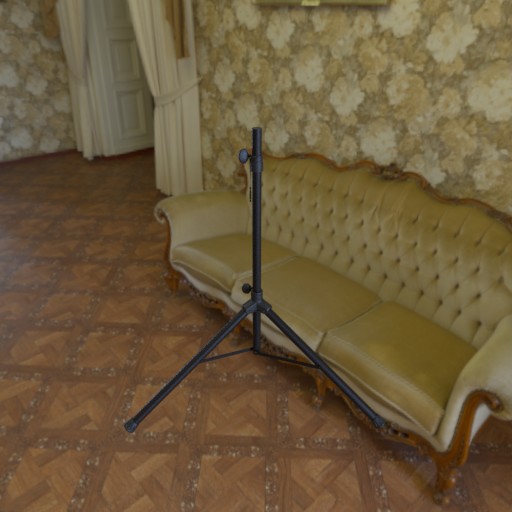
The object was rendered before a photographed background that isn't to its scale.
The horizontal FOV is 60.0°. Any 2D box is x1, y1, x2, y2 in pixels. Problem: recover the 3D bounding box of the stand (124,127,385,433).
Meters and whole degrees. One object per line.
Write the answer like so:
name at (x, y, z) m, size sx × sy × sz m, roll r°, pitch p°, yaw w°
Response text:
stand at (0.000, 0.000, 1.879) m, size 1.045 × 1.136 × 0.907 m, roll 0°, pitch 29°, yaw 0°
